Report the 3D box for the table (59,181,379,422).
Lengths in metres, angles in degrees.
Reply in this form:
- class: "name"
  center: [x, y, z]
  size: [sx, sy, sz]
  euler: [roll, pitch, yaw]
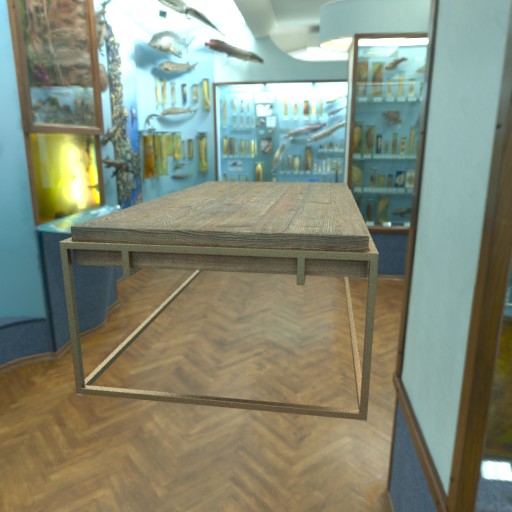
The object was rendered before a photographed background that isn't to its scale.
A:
- class: "table"
  center: [0.000, 0.000, 1.759]
  size: [0.775, 0.468, 1.387]
  euler: [2, 15, 9]
